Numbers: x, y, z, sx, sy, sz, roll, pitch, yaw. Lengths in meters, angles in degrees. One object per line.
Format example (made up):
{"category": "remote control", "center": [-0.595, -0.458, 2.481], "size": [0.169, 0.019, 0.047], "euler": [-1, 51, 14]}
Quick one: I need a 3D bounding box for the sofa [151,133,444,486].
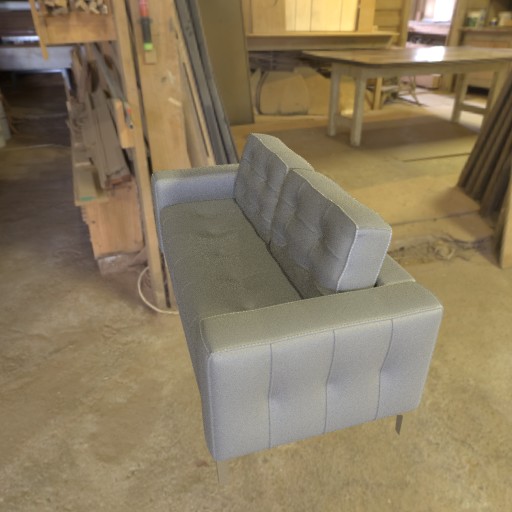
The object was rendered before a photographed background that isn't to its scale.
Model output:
{"category": "sofa", "center": [0.000, 0.000, 2.163], "size": [0.833, 0.893, 1.726], "euler": [-8, 31, -15]}
